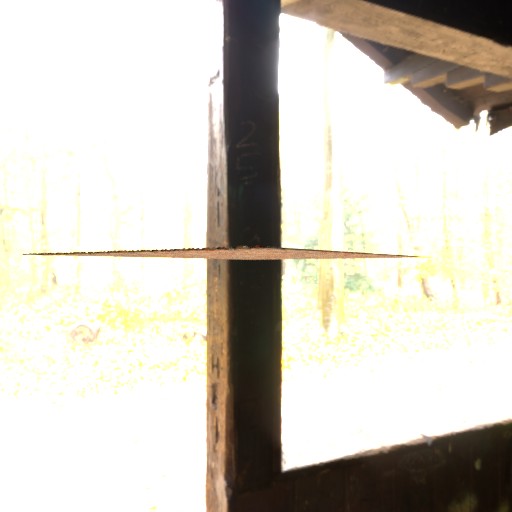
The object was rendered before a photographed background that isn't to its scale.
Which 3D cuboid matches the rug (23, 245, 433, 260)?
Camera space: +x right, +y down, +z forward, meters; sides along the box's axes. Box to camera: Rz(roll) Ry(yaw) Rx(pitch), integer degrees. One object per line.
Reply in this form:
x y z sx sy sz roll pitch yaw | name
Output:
0.000 0.000 4.294 2.439 0.015 3.274 -1 -2 36 | rug
